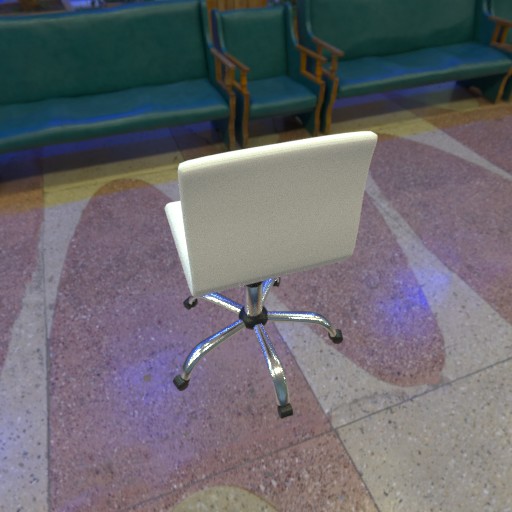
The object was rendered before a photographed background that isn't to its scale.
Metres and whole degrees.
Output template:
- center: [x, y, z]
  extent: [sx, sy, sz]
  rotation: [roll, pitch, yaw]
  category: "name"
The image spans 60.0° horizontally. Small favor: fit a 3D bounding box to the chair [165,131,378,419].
- center: [0.000, 0.000, 1.164]
  extent: [0.556, 0.780, 0.530]
  rotation: [-13, 43, -14]
  category: "chair"
